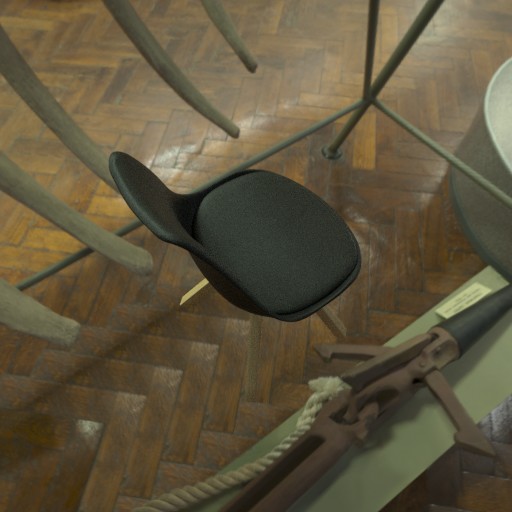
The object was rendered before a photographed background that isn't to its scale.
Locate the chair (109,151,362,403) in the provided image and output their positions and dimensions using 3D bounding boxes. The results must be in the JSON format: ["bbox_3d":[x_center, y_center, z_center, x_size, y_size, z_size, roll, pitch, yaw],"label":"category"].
[{"bbox_3d":[0.000,0.000,1.210,0.549,0.850,0.485,-31,62,-18],"label":"chair"}]
